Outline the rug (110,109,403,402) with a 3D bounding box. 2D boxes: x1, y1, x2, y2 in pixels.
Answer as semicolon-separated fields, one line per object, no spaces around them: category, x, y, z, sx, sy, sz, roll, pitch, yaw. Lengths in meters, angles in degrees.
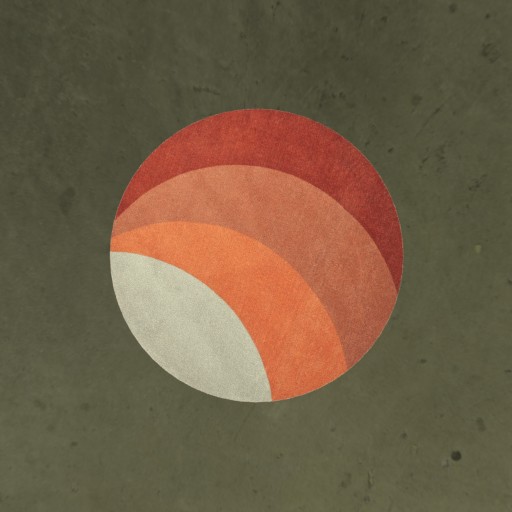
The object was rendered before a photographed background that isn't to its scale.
rug;0.000;0.000;2.289;1.514;0.015;1.514;0;91;1
